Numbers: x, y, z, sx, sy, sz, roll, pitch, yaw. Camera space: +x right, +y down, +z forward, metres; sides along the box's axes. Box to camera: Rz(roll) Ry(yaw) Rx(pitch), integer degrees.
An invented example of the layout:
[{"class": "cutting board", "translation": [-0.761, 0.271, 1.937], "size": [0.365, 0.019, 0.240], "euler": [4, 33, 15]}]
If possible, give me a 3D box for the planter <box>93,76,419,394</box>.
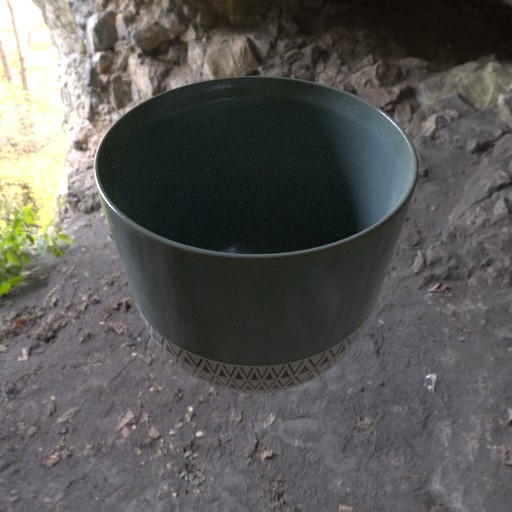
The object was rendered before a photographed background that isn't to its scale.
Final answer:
[{"class": "planter", "translation": [0.000, 0.000, 0.469], "size": [0.266, 0.270, 0.266], "euler": [0, 46, 0]}]
